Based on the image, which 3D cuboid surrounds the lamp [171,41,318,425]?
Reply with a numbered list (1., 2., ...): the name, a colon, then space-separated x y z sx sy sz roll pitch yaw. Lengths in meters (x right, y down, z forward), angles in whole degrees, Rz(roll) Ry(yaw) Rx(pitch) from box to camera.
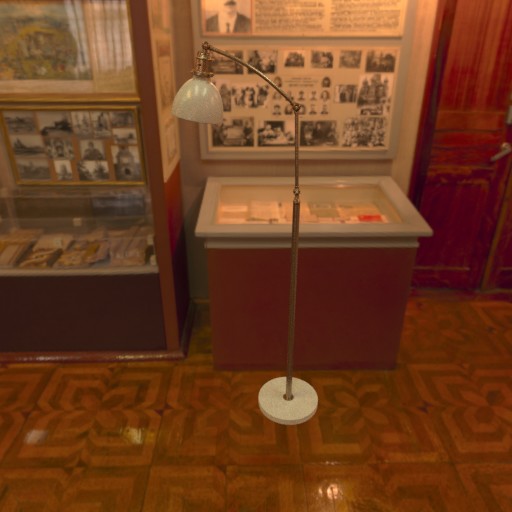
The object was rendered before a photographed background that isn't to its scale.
1. lamp: 0.000 0.000 1.820 0.599 1.586 0.288 1 26 1
